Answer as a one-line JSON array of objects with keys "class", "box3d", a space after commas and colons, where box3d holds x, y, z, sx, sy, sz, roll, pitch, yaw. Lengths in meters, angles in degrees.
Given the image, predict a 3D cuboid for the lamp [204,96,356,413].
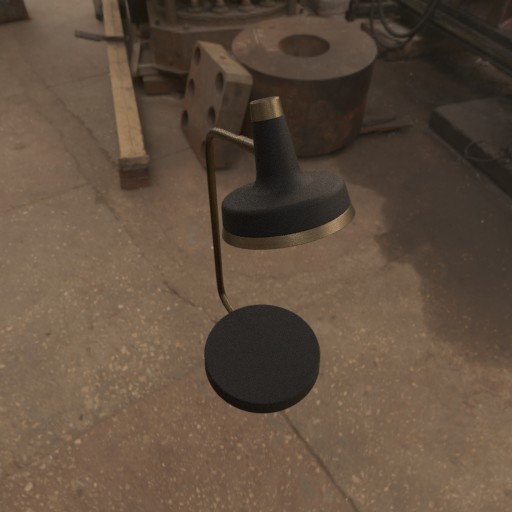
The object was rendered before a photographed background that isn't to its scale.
[{"class": "lamp", "box3d": [0.000, 0.000, 0.499, 0.162, 0.385, 0.218, -24, 50, -22]}]
